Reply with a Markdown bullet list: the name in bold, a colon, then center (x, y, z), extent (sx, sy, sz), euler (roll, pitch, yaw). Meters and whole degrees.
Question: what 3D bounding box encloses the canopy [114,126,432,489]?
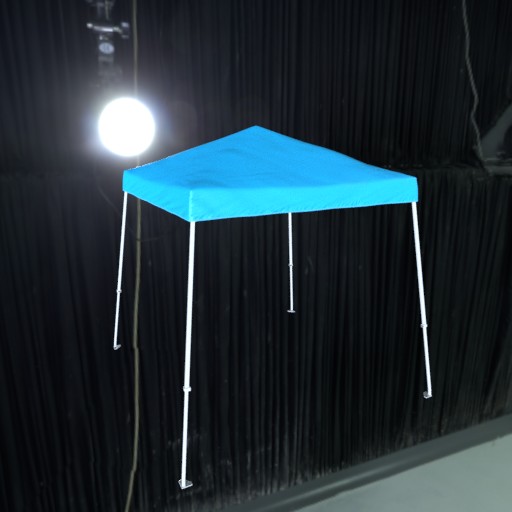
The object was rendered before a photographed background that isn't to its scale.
- **canopy**: center (0.000, 0.000, 5.053), extent (2.848, 2.849, 2.849), euler (-8, 17, -27)
